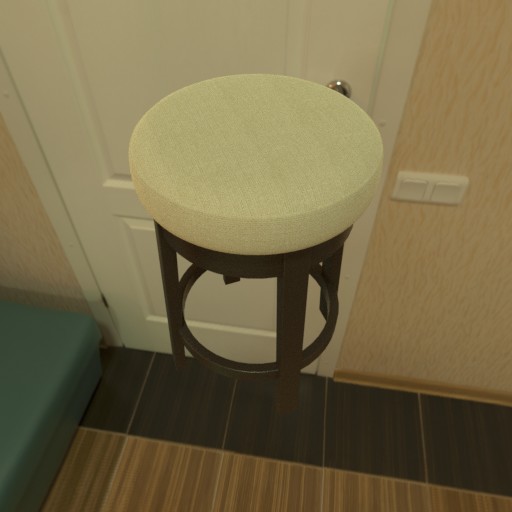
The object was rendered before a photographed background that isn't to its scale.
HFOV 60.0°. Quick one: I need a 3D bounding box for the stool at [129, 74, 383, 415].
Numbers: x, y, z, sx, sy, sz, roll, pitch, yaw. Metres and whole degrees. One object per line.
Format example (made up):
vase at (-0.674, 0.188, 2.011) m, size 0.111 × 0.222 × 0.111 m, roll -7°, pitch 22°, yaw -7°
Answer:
stool at (0.000, 0.000, 0.964) m, size 0.449 × 0.655 × 0.449 m, roll 0°, pitch 47°, yaw 0°
